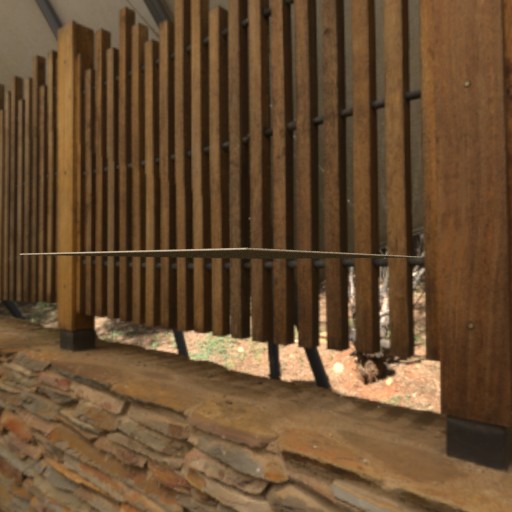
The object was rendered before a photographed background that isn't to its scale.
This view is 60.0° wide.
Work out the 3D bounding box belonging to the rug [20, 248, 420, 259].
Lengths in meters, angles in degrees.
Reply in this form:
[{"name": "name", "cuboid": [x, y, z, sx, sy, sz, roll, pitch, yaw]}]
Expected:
[{"name": "rug", "cuboid": [0.000, 0.000, 2.904, 1.523, 0.006, 2.289, -1, -1, 35]}]
